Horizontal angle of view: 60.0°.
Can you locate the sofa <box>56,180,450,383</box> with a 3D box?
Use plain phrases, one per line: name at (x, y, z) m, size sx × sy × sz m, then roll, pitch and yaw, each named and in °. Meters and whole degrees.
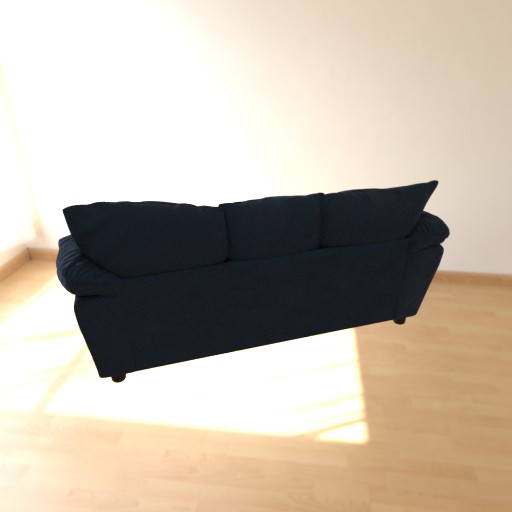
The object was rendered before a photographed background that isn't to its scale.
sofa at (0.000, 0.000, 2.890) m, size 2.390 × 1.091 × 0.907 m, roll -8°, pitch 27°, yaw -16°
